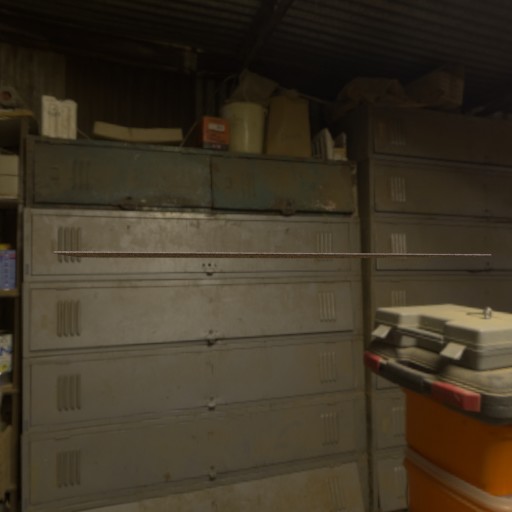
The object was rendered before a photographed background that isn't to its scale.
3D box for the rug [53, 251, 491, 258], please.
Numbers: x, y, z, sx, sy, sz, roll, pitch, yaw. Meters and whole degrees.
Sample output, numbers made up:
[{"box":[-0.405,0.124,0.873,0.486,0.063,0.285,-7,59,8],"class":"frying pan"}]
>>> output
[{"box":[0.000,0.000,4.249,3.294,0.018,2.382,0,-1,-18],"class":"rug"}]
